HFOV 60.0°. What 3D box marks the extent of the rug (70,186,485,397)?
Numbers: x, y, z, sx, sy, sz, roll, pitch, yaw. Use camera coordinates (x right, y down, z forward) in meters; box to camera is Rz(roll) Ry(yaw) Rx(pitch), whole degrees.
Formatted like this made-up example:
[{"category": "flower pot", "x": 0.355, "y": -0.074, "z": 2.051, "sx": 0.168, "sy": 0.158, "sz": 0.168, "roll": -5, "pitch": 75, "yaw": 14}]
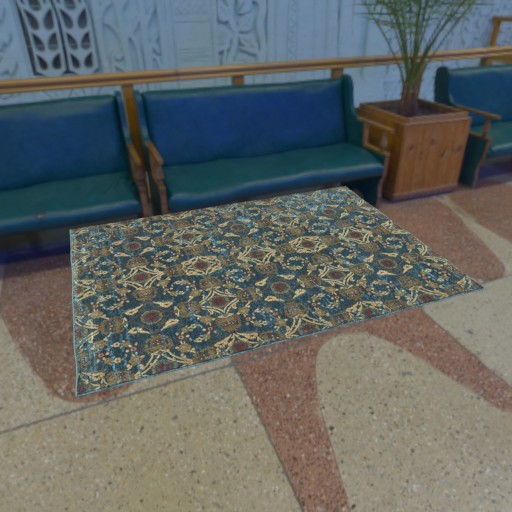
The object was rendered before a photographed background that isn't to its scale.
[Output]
[{"category": "rug", "x": 0.000, "y": 0.000, "z": 2.816, "sx": 2.207, "sy": 0.014, "sz": 1.567, "roll": -11, "pitch": 34, "yaw": -17}]
